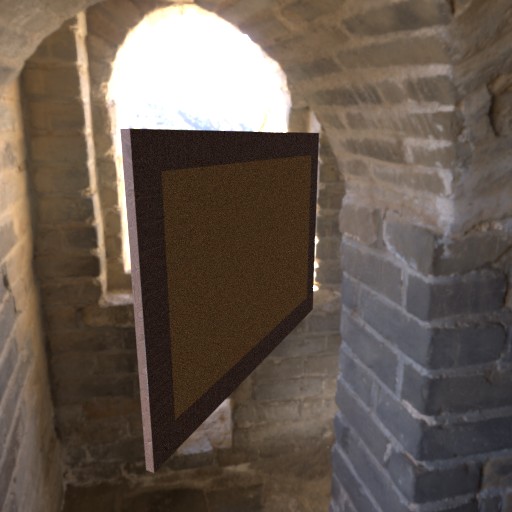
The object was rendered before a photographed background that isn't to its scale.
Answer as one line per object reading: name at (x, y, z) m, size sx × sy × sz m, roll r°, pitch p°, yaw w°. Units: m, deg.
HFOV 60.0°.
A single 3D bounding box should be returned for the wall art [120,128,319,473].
wall art at (0.000, 0.000, 1.158) m, size 0.019 × 0.626 × 0.917 m, roll 7°, pitch 17°, yaw 25°
